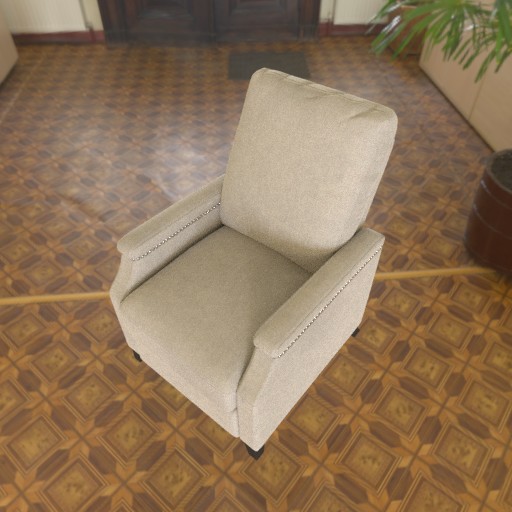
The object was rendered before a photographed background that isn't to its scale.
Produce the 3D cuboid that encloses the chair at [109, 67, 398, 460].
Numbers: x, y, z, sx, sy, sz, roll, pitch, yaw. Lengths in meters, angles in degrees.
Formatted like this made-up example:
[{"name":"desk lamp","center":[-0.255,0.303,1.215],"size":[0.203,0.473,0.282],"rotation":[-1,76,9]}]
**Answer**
[{"name":"chair","center":[0.000,0.000,1.636],"size":[0.710,1.049,0.922],"rotation":[30,52,27]}]
